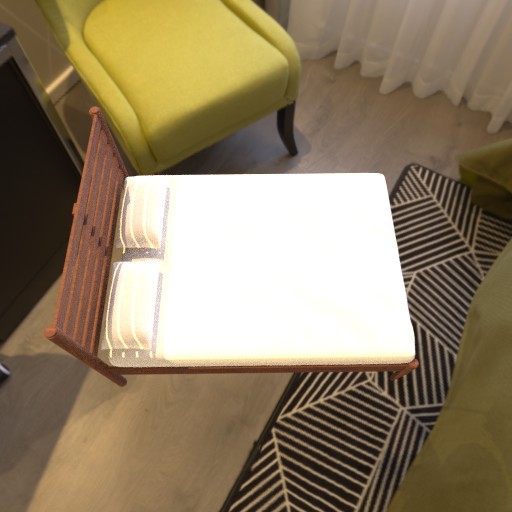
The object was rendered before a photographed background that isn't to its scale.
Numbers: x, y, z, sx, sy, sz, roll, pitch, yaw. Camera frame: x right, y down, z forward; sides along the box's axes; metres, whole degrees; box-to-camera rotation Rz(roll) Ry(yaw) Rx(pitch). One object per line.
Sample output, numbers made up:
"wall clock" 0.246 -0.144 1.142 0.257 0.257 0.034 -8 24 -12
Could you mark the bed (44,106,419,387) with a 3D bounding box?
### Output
"bed" 0.000 0.000 3.065 2.093 1.304 1.509 -1 64 0
